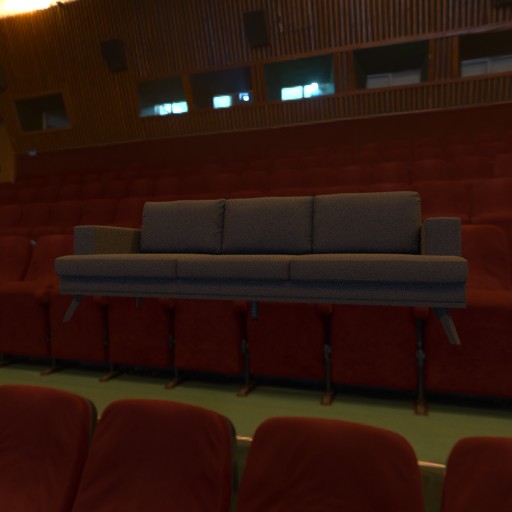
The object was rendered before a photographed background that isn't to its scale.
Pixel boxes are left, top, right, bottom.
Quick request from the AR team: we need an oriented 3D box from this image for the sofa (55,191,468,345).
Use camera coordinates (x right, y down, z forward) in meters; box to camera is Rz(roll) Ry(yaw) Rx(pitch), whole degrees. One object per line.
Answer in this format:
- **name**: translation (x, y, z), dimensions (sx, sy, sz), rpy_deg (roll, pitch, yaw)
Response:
- **sofa**: translation (0.000, 0.000, 2.775), dimensions (2.310, 0.810, 0.920), rpy_deg (0, 0, 18)
